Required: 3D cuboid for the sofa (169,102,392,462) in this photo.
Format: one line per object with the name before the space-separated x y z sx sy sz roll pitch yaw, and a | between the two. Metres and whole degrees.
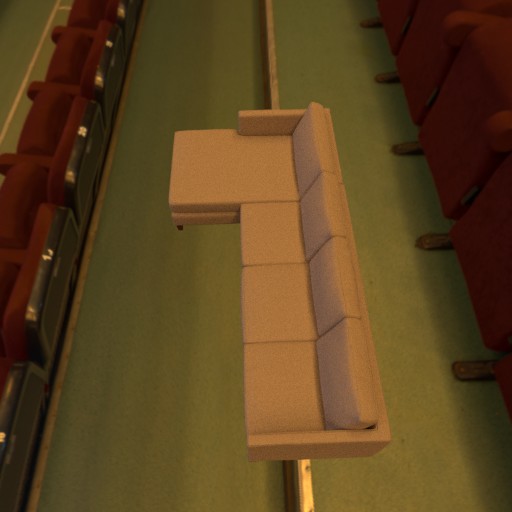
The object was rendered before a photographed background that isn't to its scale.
sofa | 0.000 0.000 3.843 1.625 0.846 3.186 -2 58 -1
